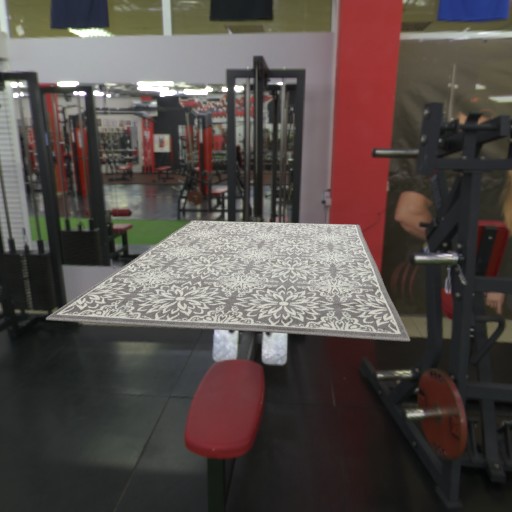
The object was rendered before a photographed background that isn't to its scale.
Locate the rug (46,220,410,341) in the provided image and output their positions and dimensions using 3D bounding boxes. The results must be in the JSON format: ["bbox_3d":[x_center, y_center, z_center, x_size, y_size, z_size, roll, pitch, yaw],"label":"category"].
[{"bbox_3d":[0.000,0.000,2.338,1.224,0.012,1.847,2,15,8],"label":"rug"}]
